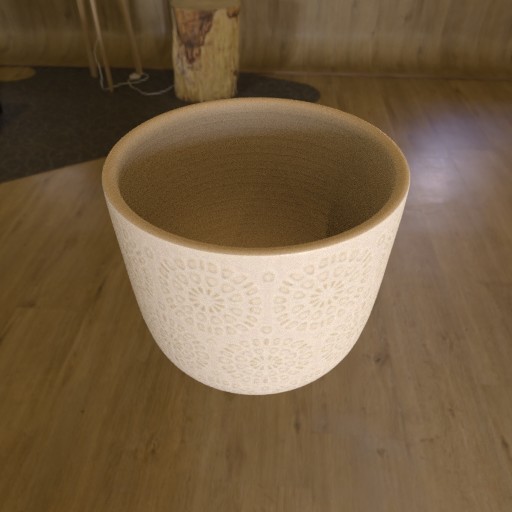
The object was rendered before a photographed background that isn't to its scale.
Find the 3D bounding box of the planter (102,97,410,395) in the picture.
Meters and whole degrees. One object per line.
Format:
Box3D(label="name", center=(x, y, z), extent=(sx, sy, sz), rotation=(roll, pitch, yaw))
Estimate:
Box3D(label="planter", center=(0.000, 0.000, 0.301), extent=(0.170, 0.152, 0.170), rotation=(0, 42, 0))
